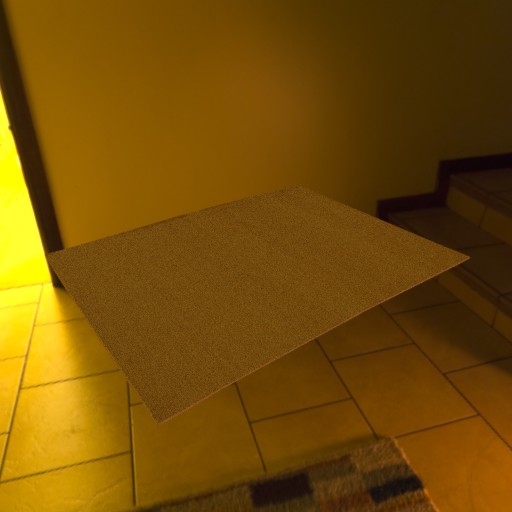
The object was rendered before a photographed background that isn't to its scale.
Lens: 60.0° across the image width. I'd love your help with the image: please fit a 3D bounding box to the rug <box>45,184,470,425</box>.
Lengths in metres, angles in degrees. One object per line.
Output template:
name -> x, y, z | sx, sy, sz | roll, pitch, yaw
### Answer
rug -> 0.000, 0.000, 4.171 | 3.202, 0.045, 2.434 | -20, 35, -31
